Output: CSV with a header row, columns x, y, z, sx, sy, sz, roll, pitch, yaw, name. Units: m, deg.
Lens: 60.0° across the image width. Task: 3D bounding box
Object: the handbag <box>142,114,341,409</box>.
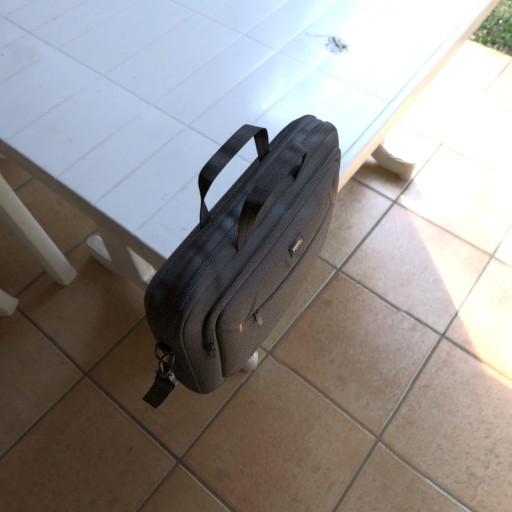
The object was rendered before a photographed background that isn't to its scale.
x,y,z,sx,sy,sz,roll,pitch,yaw,name
0.000,0.000,0.437,0.089,0.244,0.320,29,62,17,handbag
